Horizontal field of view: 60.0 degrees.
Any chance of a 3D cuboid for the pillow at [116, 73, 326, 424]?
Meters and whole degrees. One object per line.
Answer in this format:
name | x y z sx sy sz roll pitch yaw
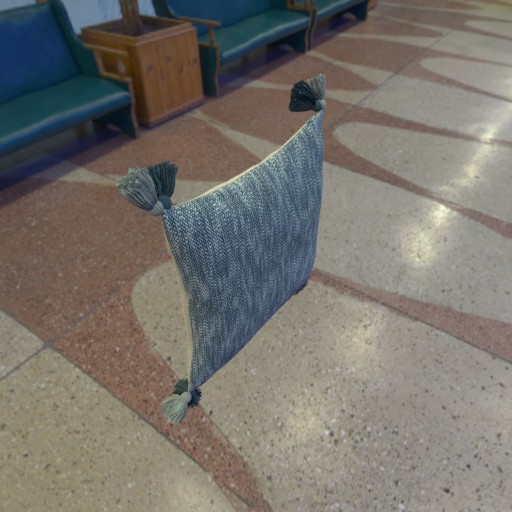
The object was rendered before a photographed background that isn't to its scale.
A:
pillow | 0.000 0.000 0.952 0.138 0.634 0.614 26 47 27
